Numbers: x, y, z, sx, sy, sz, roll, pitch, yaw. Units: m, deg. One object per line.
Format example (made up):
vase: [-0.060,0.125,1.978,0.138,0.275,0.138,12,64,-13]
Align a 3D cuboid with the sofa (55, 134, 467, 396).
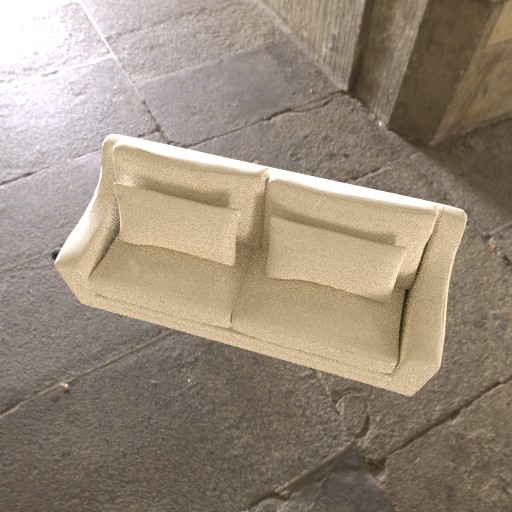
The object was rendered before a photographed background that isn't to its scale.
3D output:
sofa: [0.000,0.000,2.988,2.470,1.022,1.009,14,59,9]
